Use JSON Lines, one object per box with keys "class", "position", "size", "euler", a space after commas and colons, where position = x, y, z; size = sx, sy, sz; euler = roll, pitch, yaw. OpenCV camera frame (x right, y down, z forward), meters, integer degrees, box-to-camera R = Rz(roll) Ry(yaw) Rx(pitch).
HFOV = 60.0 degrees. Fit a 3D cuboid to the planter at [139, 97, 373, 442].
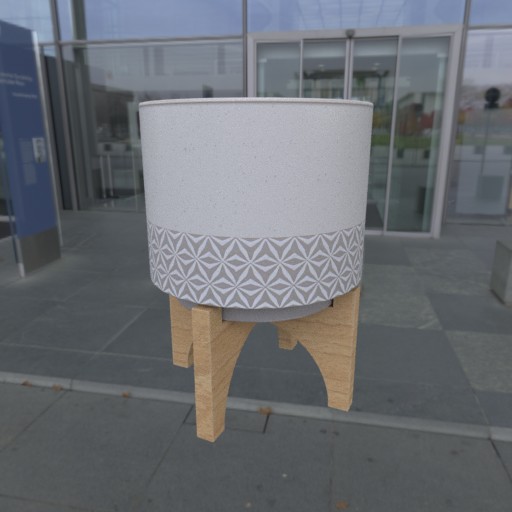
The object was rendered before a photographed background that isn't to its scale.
{"class": "planter", "position": [0.000, 0.000, 0.402], "size": [0.188, 0.260, 0.188], "euler": [0, 16, 0]}
